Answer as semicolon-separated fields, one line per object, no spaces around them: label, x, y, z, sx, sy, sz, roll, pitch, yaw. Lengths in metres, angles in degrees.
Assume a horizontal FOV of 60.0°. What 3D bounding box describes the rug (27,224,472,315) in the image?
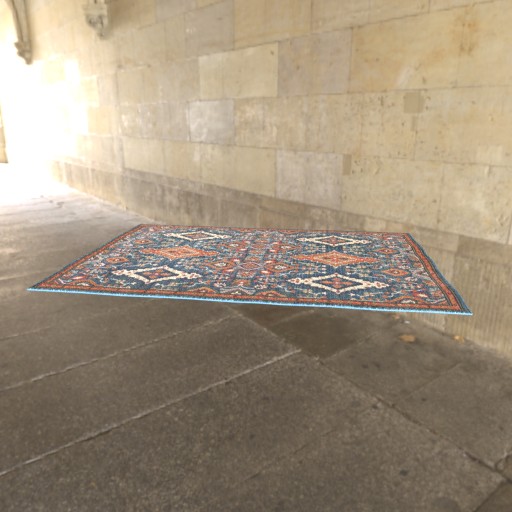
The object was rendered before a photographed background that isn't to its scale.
rug;0.000;0.000;3.062;2.373;0.009;1.622;2;17;8
